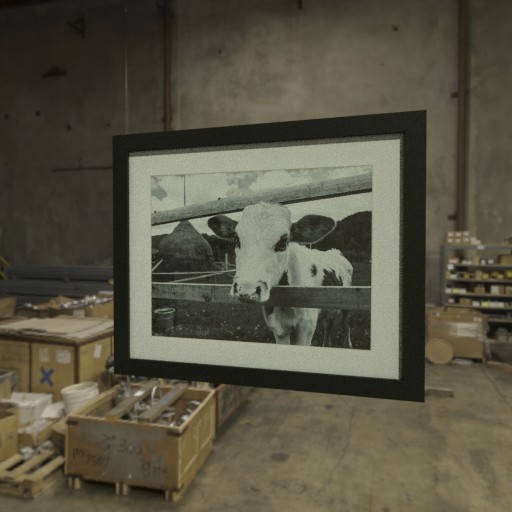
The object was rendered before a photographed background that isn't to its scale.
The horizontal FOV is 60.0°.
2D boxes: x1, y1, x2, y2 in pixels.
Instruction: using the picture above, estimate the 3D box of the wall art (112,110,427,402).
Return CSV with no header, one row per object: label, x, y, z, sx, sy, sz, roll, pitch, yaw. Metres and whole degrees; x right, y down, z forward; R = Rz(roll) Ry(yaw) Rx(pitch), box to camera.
wall art,0.000,0.000,0.566,0.404,0.329,0.024,0,1,16
